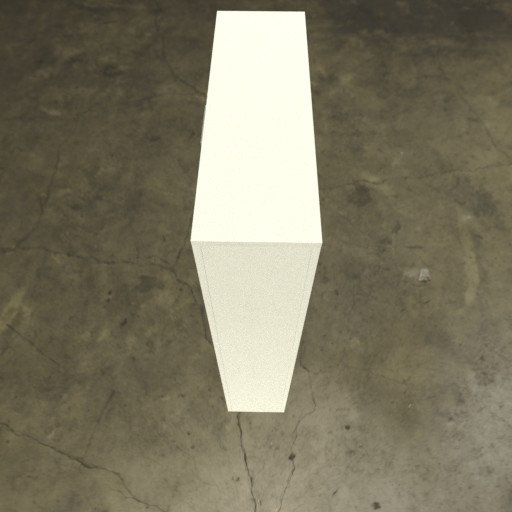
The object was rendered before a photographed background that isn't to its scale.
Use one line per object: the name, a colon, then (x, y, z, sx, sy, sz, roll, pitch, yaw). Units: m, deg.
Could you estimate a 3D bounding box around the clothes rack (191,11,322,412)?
clothes rack: (0.000, 0.000, 1.534, 0.250, 1.280, 0.750, 1, 58, 1)
